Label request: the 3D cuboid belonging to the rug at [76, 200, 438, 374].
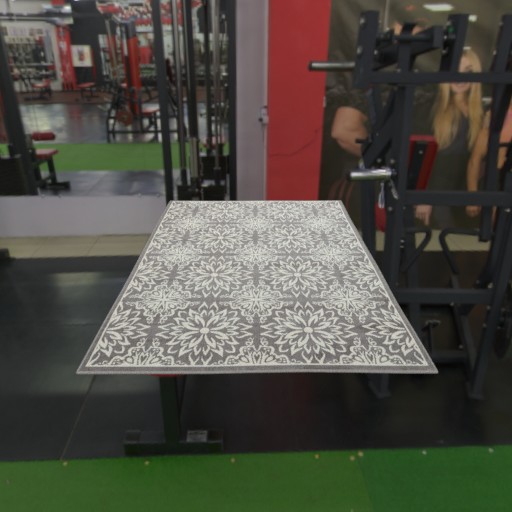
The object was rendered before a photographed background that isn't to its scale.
[{"bbox_3d":[0.000,0.000,2.326,1.224,0.012,1.847,0,25,0],"label":"rug"}]
